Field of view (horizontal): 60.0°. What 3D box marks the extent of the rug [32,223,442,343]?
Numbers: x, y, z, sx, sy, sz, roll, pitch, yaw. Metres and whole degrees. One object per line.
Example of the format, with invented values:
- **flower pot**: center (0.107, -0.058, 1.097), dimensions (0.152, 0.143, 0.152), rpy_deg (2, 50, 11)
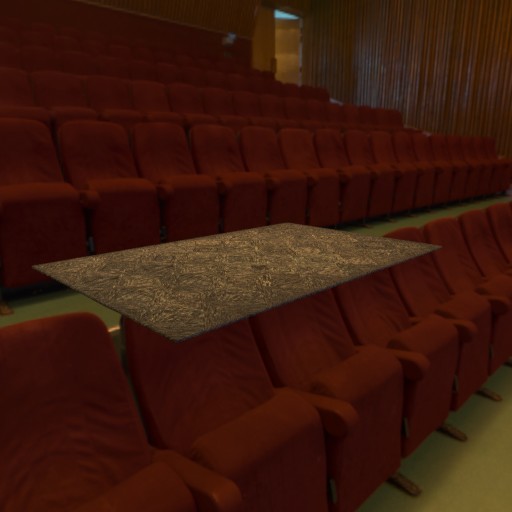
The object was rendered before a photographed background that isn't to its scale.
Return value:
- **rug**: center (0.000, 0.000, 2.218), dimensions (1.754, 0.010, 1.139), rpy_deg (-13, 19, -43)
